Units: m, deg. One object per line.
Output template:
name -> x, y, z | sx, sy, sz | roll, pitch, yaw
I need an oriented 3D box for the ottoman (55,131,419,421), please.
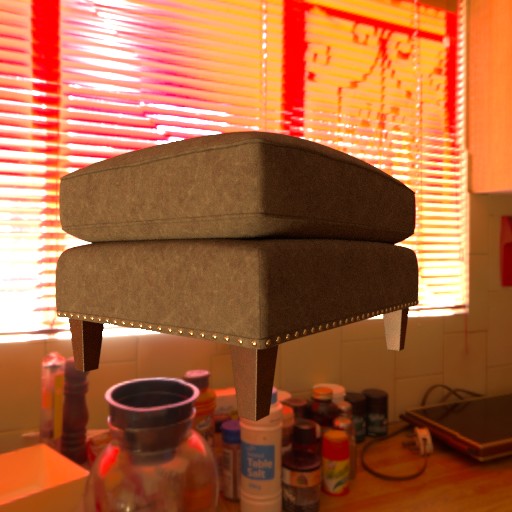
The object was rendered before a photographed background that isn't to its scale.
ottoman -> 0.000, 0.000, 1.108 | 0.584, 0.513, 0.741 | 0, 0, 37
